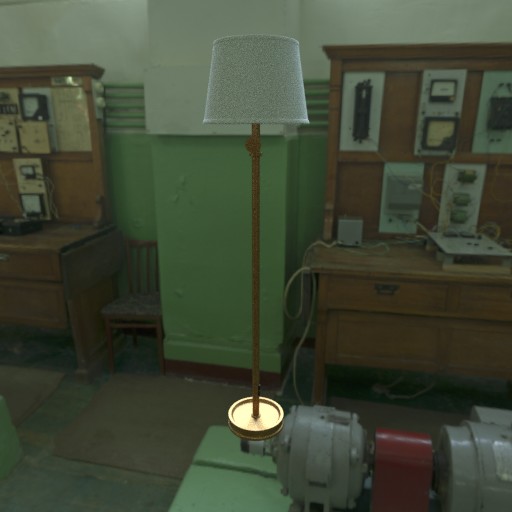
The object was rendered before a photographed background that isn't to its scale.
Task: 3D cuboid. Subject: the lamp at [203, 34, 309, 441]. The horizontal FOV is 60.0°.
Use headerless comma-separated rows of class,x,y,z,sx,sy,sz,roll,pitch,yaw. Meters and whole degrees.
lamp,0.000,0.000,0.809,0.178,0.710,0.178,0,16,0
